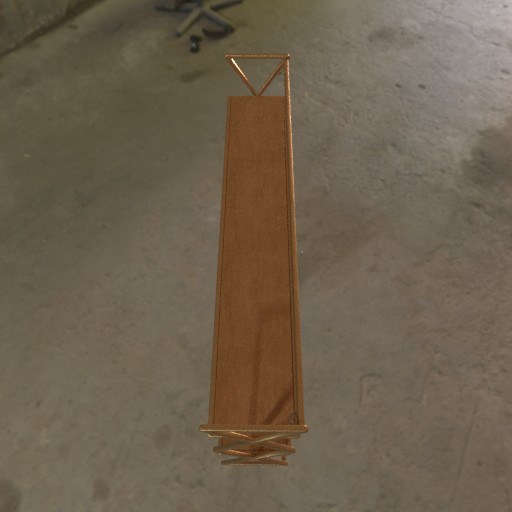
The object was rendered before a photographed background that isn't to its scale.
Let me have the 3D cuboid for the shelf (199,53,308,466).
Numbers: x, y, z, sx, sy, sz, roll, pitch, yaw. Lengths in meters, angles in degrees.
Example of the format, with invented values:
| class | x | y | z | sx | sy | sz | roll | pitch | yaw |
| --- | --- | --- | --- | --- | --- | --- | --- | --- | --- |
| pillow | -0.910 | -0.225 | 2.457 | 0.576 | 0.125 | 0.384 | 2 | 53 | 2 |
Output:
| class | x | y | z | sx | sy | sz | roll | pitch | yaw |
| --- | --- | --- | --- | --- | --- | --- | --- | --- | --- |
| shelf | 0.000 | 0.000 | 1.007 | 0.150 | 0.450 | 0.822 | 0 | 59 | 0 |
